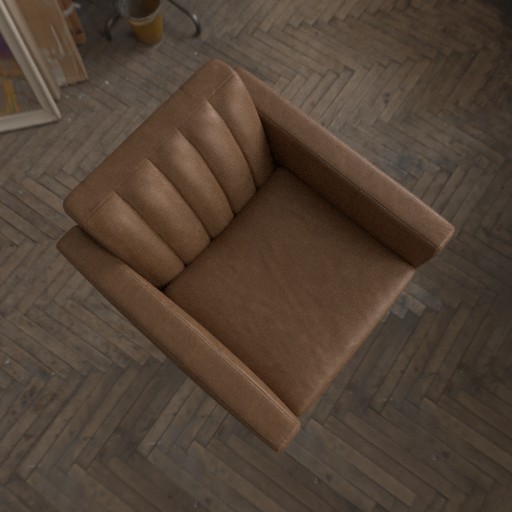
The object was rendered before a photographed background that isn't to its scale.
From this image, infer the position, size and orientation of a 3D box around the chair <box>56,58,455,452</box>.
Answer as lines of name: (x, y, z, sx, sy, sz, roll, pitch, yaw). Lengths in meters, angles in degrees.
chair: (0.000, 0.000, 1.666, 0.998, 0.819, 0.953, 40, 79, 9)
